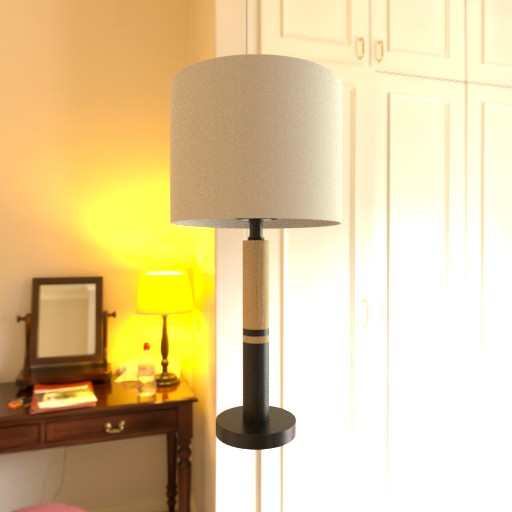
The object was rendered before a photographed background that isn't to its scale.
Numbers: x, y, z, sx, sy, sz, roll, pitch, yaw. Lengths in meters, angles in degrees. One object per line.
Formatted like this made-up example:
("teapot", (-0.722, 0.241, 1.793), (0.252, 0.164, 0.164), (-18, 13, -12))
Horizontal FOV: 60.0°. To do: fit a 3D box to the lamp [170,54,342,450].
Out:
("lamp", (0.000, 0.000, 0.799), (0.305, 0.640, 0.305), (0, 1, 36))
